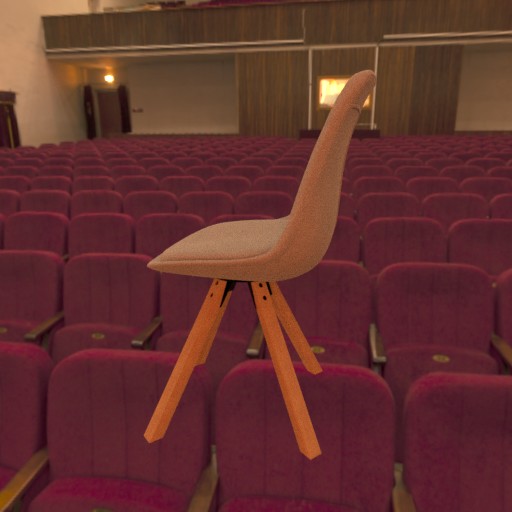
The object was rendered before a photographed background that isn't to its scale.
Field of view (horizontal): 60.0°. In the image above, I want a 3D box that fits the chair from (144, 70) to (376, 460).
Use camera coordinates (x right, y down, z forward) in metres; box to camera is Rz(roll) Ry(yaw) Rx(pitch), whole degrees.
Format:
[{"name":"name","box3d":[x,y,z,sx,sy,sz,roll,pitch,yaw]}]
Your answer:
[{"name":"chair","box3d":[0.000,0.000,1.159,0.549,0.863,0.474,2,15,9]}]
